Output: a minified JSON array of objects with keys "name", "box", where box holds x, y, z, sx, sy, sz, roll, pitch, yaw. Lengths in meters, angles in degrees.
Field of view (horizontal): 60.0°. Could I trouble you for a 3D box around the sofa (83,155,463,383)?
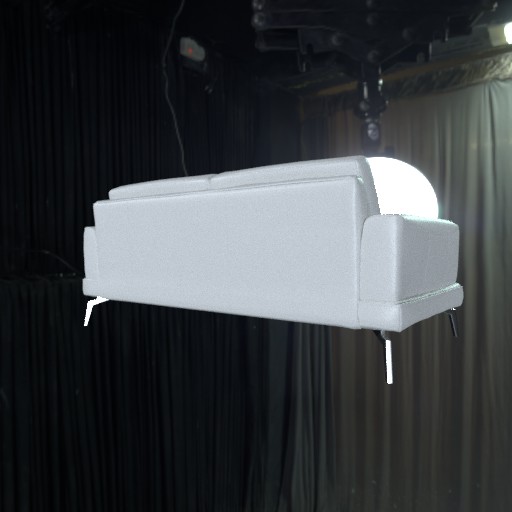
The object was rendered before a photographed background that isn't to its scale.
[{"name":"sofa","box":[0.000,0.000,2.731,2.177,0.930,1.121,1,2,37]}]
